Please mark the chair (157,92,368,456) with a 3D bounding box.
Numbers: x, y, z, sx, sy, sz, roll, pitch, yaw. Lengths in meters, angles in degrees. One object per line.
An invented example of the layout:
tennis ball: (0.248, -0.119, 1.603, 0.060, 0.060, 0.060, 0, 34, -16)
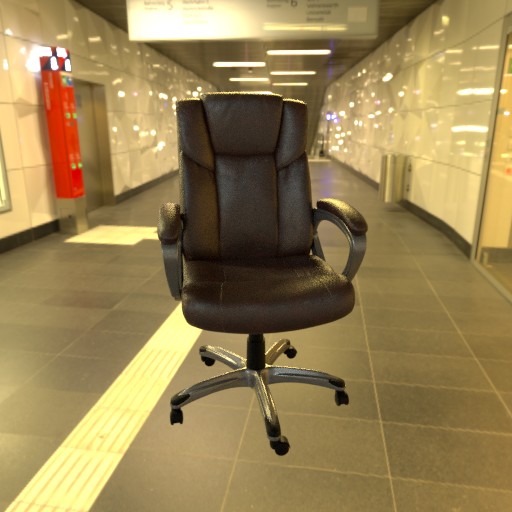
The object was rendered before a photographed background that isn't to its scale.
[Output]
chair: (0.000, 0.000, 1.567, 0.656, 1.128, 0.692, -3, 17, -10)
